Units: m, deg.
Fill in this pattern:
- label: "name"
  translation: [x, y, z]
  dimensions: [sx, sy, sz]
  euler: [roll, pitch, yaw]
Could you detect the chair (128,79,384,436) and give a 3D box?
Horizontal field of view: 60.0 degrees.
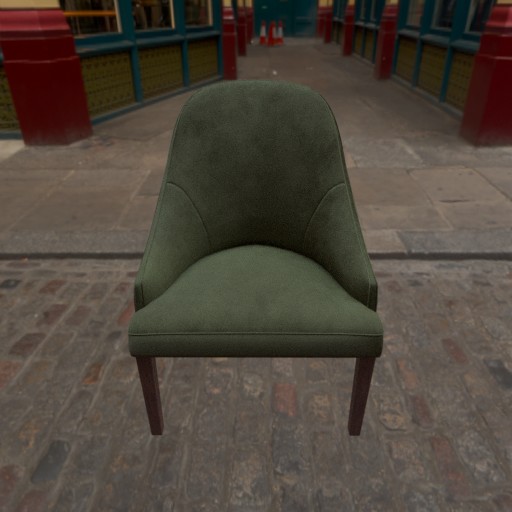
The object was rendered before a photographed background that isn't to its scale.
- label: "chair"
  translation: [0.000, 0.000, 1.292]
  dimensions: [0.643, 0.889, 0.575]
  euler: [0, 30, 0]
